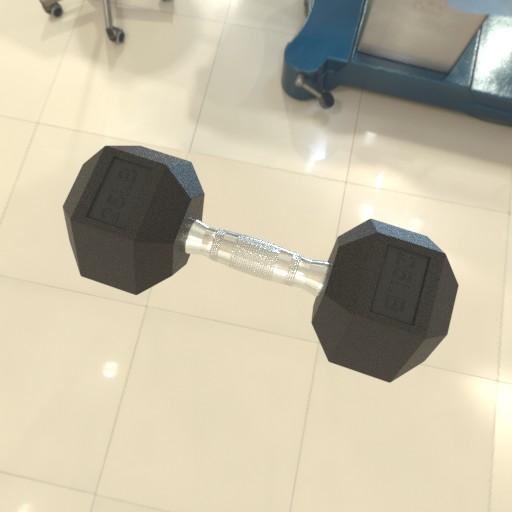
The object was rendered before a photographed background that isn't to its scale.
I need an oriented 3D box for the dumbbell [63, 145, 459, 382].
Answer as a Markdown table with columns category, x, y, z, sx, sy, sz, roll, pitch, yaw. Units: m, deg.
| category | x | y | z | sx | sy | sz | roll | pitch | yaw |
| --- | --- | --- | --- | --- | --- | --- | --- | --- | --- |
| dumbbell | 0.000 | 0.000 | 0.381 | 0.315 | 0.113 | 0.129 | 18 | 76 | 5 |
